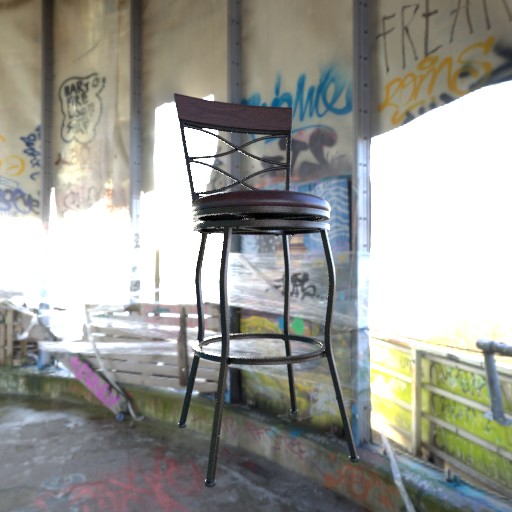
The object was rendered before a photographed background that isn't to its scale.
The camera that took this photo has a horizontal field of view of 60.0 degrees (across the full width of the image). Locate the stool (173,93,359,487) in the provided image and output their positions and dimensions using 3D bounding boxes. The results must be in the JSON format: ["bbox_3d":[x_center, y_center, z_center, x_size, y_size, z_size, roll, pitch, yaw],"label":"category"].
[{"bbox_3d":[0.000,0.000,1.389,0.448,1.130,0.513,0,-1,-19],"label":"stool"}]
